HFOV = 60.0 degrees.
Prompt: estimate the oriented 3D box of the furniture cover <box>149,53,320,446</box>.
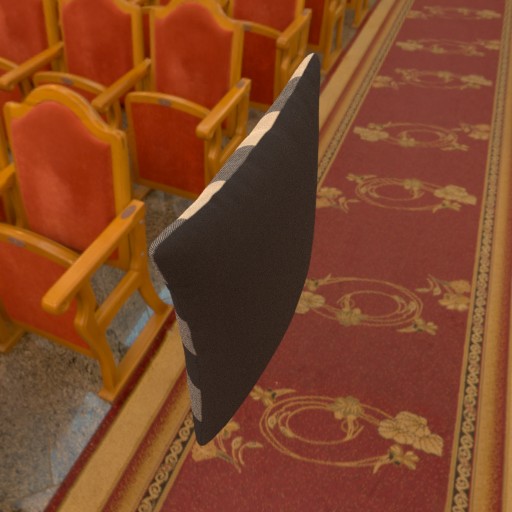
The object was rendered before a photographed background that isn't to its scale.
[{"bbox_3d":[0.000,0.000,0.774,0.161,0.509,0.511,17,49,16],"label":"furniture cover"}]
